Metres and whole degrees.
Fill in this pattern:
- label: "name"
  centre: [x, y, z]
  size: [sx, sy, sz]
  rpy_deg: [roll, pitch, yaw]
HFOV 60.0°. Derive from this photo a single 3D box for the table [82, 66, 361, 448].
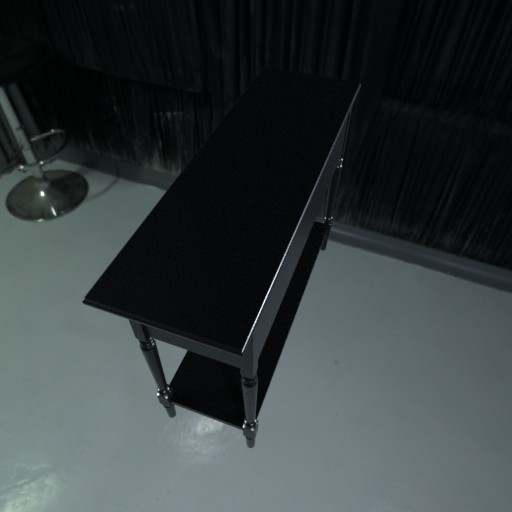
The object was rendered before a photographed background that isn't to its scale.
- label: "table"
  centre: [0.000, 0.000, 1.611]
  size: [0.386, 0.819, 1.191]
  rpy_deg: [16, 50, 13]
